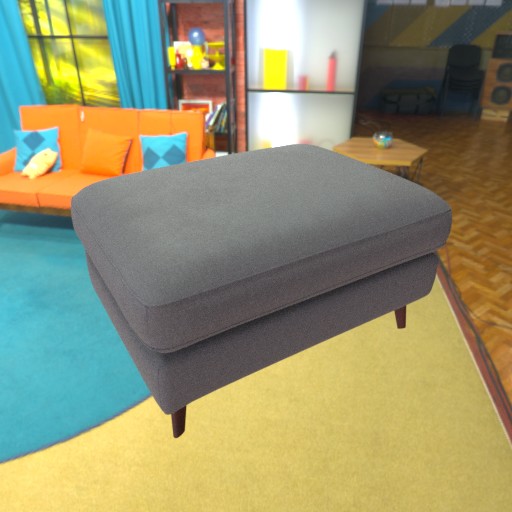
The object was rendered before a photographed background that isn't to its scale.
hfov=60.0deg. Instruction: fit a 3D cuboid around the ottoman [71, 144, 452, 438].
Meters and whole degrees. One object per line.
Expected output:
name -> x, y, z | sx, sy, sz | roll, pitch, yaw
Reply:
ottoman -> 0.000, 0.000, 1.183 | 0.811, 0.449, 0.608 | -17, 34, -27
